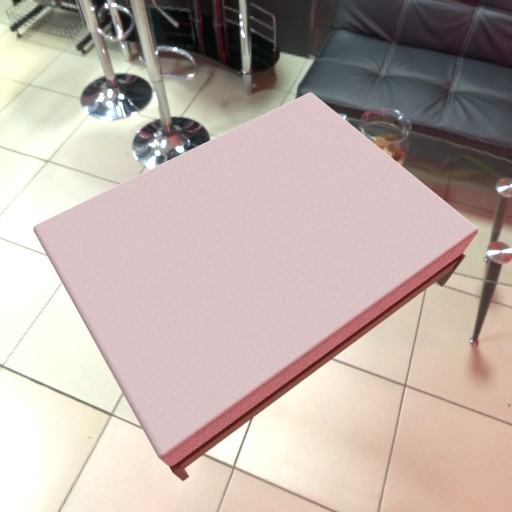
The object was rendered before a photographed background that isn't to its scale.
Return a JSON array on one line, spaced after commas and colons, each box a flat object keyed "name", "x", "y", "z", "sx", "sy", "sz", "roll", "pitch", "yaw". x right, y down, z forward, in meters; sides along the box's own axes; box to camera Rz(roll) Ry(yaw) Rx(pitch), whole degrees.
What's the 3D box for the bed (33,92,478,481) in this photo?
[{"name": "bed", "x": 0.000, "y": 0.000, "z": 2.735, "sx": 2.050, "sy": 0.593, "sz": 1.529, "roll": -31, "pitch": 62, "yaw": -18}]
